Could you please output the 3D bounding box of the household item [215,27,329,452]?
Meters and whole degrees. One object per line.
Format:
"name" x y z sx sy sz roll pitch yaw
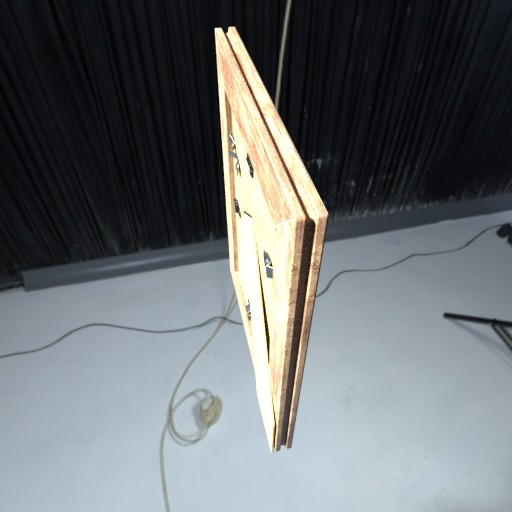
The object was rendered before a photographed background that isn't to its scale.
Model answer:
"household item" 0.000 0.000 0.310 0.018 0.237 0.186 -9 48 -9
